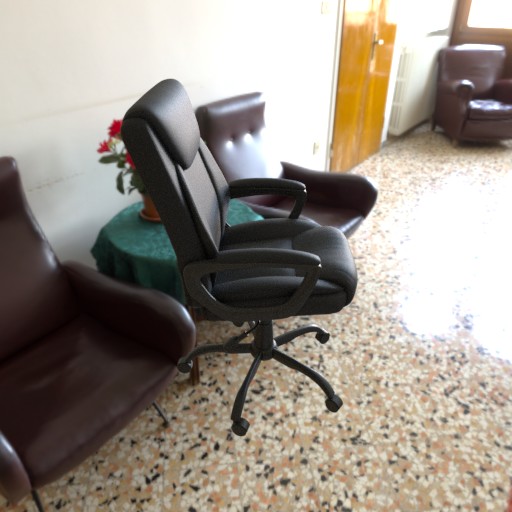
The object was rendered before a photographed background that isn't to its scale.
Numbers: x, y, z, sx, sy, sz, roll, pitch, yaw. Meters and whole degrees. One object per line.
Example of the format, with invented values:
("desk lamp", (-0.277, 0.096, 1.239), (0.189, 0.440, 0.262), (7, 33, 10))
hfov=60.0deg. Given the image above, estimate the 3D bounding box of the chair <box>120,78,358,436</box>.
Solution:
("chair", (0.000, 0.000, 1.489), (0.655, 1.072, 0.615), (1, 31, 1))
